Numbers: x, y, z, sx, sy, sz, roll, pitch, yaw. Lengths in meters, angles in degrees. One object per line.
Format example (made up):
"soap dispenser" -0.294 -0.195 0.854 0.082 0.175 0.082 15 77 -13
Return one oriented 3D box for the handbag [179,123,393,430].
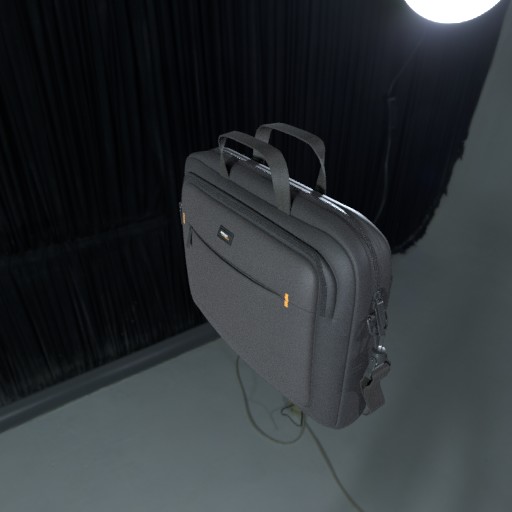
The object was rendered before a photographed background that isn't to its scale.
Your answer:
"handbag" 0.000 0.000 0.593 0.126 0.330 0.429 -21 38 -30
